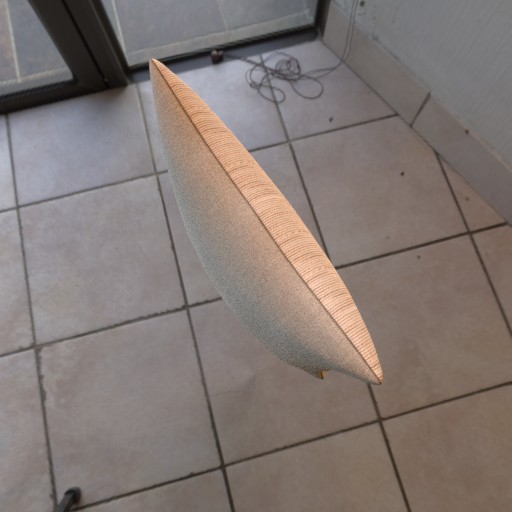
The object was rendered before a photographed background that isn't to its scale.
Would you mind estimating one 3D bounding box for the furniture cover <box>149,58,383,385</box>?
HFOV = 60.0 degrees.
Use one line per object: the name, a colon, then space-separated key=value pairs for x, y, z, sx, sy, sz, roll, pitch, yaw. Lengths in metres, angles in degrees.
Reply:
furniture cover: x=0.000 y=0.000 z=0.780 sx=0.178 sy=0.506 sz=0.512 roll=-33 pitch=77 yaw=-8
